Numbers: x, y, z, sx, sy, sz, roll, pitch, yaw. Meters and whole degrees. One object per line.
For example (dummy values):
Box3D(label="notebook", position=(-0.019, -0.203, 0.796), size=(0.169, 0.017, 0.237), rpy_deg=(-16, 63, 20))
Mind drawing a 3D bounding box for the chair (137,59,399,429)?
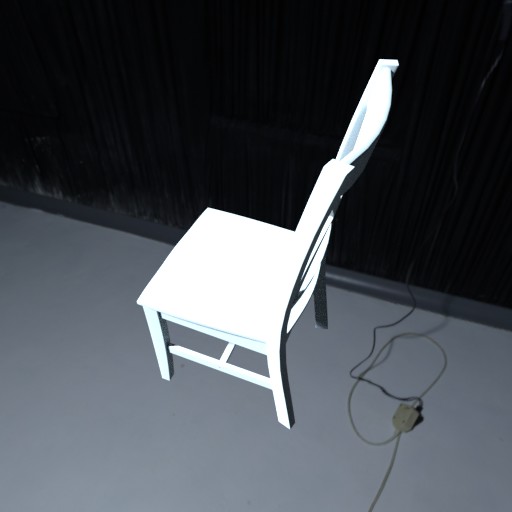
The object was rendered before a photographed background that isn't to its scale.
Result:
Box3D(label="chair", position=(0.000, 0.000, 1.252), size=(0.542, 0.983, 0.485), rpy_deg=(16, 47, 15))
